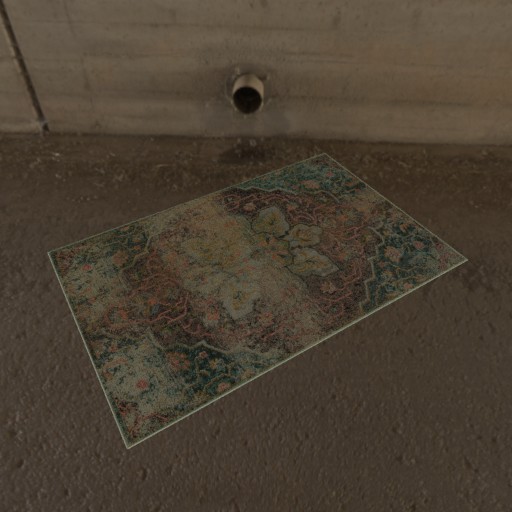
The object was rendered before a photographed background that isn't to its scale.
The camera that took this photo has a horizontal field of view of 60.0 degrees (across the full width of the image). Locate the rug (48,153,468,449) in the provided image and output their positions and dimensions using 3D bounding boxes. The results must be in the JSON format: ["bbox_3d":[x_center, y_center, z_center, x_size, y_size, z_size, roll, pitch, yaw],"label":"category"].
[{"bbox_3d":[0.000,0.000,2.938,2.363,0.004,1.566,-23,49,-21],"label":"rug"}]
